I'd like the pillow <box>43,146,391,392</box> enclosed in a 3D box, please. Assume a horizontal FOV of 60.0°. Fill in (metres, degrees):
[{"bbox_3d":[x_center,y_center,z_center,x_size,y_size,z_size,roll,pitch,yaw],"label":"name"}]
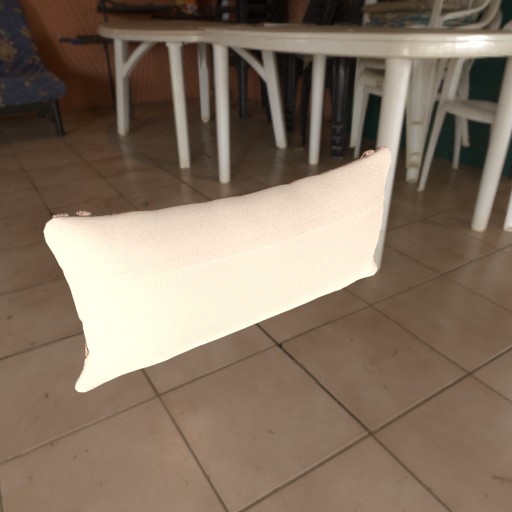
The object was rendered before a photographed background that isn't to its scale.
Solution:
[{"bbox_3d":[0.000,0.000,0.743,0.635,0.282,0.139,-18,33,-29],"label":"pillow"}]
